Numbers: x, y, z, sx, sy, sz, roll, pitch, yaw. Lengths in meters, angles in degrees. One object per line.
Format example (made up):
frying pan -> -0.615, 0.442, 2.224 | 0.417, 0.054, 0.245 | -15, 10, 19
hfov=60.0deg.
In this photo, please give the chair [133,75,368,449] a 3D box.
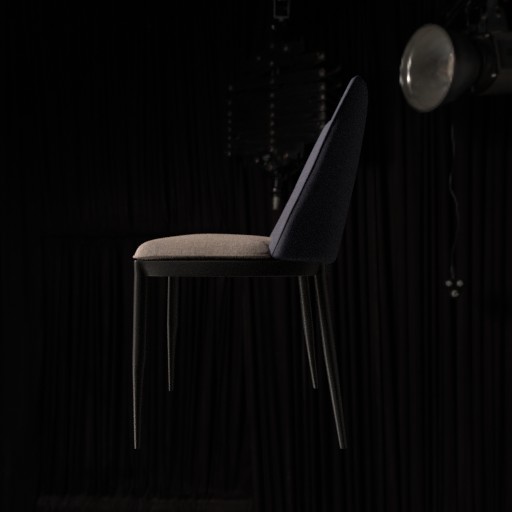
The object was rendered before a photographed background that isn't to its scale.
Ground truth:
chair -> 0.000, 0.000, 1.174 | 0.551, 0.839, 0.480 | 0, 1, 0
